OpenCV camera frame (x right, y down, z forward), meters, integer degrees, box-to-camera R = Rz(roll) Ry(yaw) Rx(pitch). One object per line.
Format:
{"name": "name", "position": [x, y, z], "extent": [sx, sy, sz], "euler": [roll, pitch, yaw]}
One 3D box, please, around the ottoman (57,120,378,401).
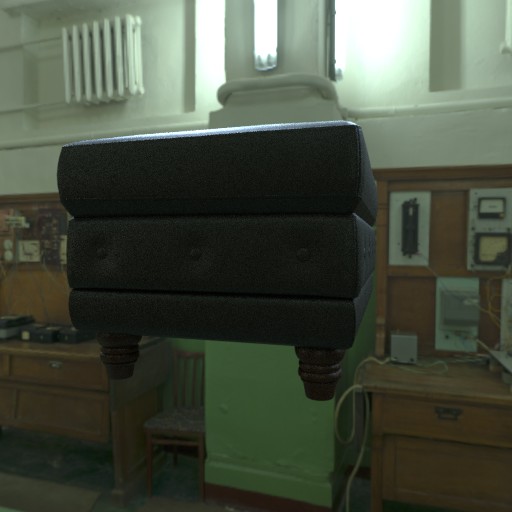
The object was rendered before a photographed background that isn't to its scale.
{"name": "ottoman", "position": [0.000, 0.000, 1.154], "extent": [0.590, 0.498, 0.795], "euler": [1, 2, 17]}
